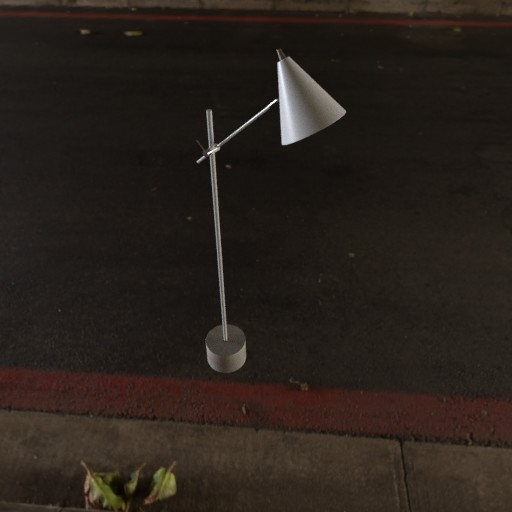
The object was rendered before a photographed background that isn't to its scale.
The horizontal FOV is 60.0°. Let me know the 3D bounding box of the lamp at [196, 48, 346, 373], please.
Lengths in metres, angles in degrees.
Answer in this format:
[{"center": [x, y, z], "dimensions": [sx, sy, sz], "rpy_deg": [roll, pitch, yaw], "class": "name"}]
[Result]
[{"center": [0.000, 0.000, 1.601], "dimensions": [0.508, 1.430, 0.223], "rpy_deg": [26, 48, 27], "class": "lamp"}]
